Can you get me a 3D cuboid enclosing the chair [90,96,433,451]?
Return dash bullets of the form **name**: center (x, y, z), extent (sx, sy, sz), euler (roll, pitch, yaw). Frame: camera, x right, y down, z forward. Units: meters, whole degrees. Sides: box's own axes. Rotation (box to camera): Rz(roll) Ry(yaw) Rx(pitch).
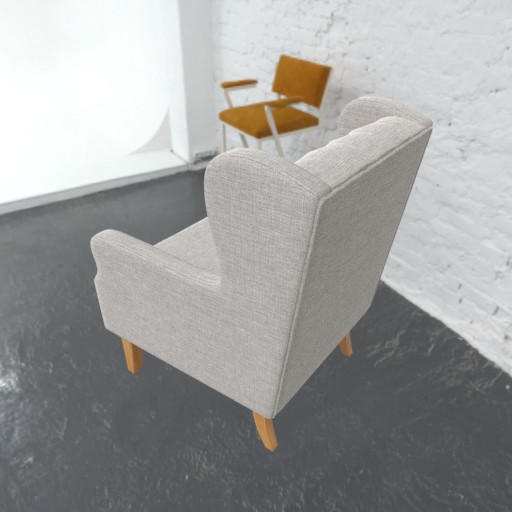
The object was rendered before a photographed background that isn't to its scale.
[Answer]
- **chair**: center (0.000, 0.000, 1.416), extent (0.760, 0.930, 0.710), euler (22, 38, 31)
